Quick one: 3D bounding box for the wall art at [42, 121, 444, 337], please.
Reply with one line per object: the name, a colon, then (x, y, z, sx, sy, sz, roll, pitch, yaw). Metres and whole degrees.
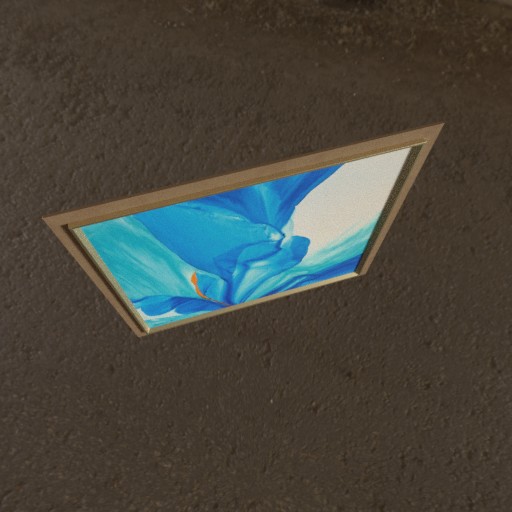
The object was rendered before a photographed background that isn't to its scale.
wall art: (0.000, 0.000, 1.712, 1.168, 1.067, 0.025, -15, 64, -7)
